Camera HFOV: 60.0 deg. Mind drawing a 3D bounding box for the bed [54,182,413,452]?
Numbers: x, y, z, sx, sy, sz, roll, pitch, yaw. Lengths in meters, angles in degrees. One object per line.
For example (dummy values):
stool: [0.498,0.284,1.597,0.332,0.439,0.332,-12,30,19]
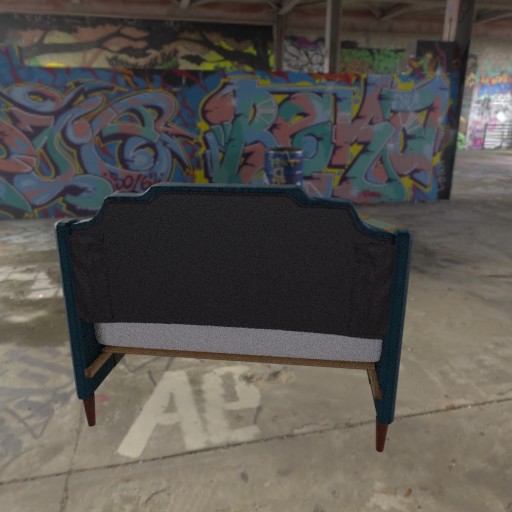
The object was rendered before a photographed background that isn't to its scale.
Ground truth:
bed: [0.000,0.000,3.249,1.676,1.351,2.322,2,17,7]
